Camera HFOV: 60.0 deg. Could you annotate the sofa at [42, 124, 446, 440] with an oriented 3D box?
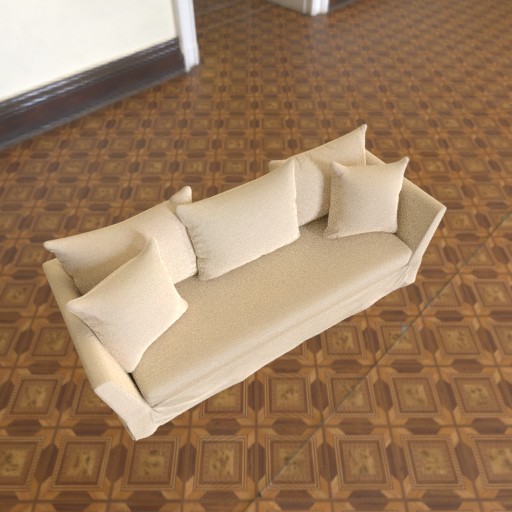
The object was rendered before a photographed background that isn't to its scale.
[{"bbox_3d":[0.000,0.000,3.027,2.484,1.042,1.030,-25,52,-21],"label":"sofa"}]
